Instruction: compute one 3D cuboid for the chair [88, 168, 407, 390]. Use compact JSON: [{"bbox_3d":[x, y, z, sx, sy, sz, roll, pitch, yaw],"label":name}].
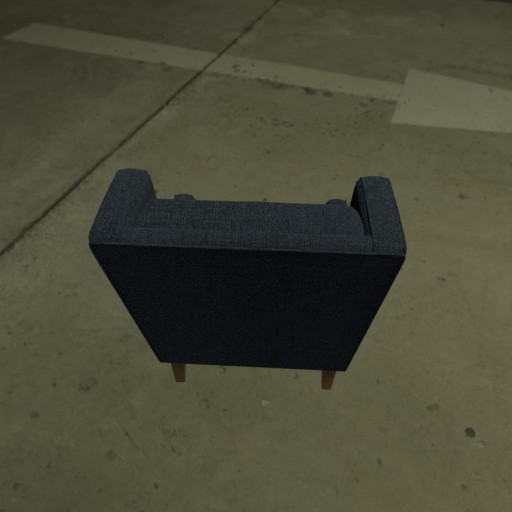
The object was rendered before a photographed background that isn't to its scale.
[{"bbox_3d":[0.000,0.000,1.733,0.764,1.072,0.947,2,46,2],"label":"chair"}]
